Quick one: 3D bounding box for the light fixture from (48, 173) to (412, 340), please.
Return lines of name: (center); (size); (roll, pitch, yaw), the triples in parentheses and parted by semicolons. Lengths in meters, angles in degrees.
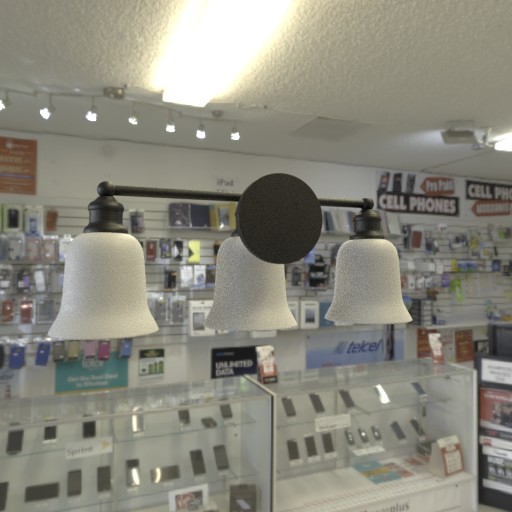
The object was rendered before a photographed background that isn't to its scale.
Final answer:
light fixture: (0.000, 0.000, 0.664); (0.570, 0.211, 0.198); (0, -1, -20)
